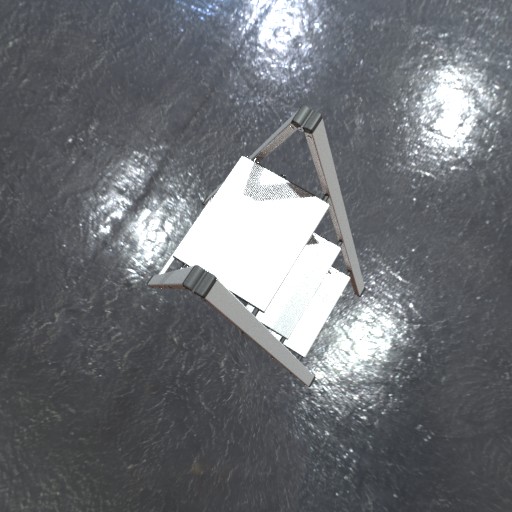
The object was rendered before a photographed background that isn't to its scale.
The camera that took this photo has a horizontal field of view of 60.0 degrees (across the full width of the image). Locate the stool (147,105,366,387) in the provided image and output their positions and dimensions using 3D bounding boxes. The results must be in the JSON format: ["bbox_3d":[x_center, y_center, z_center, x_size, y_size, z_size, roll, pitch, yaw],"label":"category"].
[{"bbox_3d":[0.000,0.000,1.276,0.730,0.902,0.441,31,77,8],"label":"stool"}]
